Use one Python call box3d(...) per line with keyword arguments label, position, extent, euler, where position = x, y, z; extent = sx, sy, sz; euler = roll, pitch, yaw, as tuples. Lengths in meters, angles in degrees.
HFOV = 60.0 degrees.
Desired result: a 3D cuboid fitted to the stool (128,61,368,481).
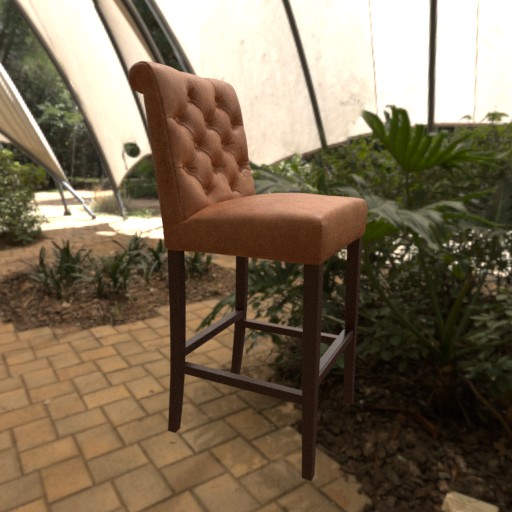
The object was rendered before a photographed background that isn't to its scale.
box3d(label="stool", position=(0.000, 0.000, 1.424), extent=(0.601, 1.140, 0.493), euler=(7, 15, 26))
